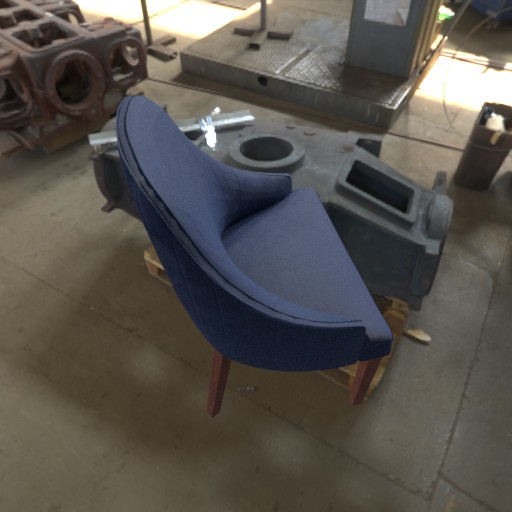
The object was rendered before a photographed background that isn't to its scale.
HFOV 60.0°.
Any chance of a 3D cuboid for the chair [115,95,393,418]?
[{"bbox_3d":[0.000,0.000,1.232,0.575,0.889,0.643,-10,48,-9],"label":"chair"}]
